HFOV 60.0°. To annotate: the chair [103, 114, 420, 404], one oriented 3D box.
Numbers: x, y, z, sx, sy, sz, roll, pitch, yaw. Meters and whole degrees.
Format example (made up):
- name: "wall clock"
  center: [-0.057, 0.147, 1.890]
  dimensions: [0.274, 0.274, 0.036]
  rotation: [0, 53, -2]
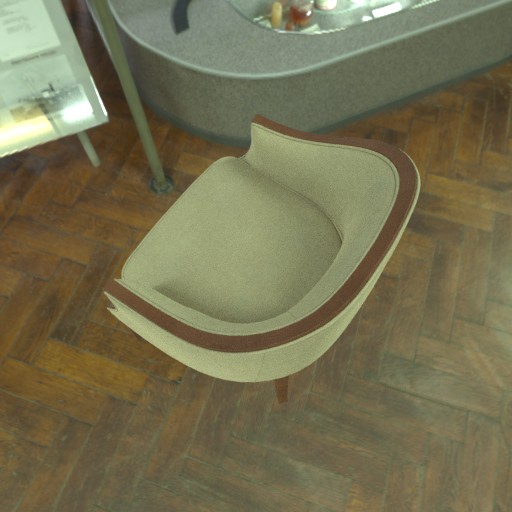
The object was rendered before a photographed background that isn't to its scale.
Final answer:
- name: "chair"
  center: [0.000, 0.000, 1.444]
  dimensions: [0.735, 0.876, 0.803]
  rotation: [30, 67, 15]
